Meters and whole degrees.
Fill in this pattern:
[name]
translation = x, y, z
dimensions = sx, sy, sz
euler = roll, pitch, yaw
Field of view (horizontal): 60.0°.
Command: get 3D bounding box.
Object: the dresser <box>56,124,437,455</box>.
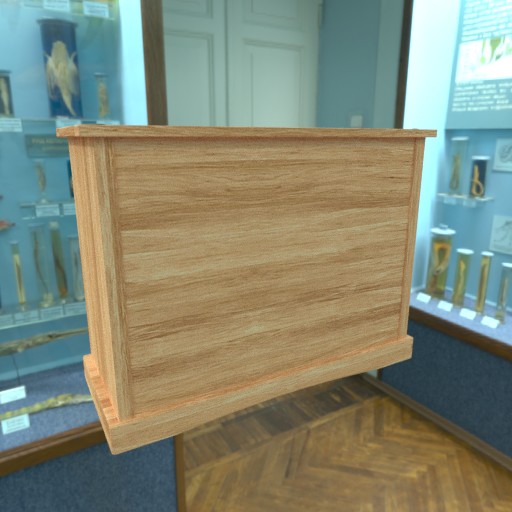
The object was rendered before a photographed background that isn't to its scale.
[dresser]
translation = 0.000, 0.000, 1.332
dimensions = 0.990, 0.740, 0.410
euler = -8, 17, -28
